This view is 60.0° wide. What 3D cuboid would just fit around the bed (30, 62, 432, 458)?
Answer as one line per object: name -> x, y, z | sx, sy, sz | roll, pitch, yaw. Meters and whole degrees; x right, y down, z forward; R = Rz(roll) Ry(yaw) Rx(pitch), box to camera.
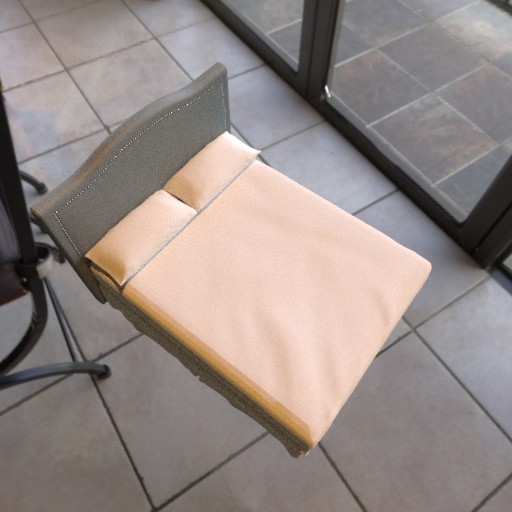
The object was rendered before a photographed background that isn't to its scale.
bed -> 0.000, 0.000, 3.214 | 2.143, 1.460, 1.753 | 34, 65, 18
